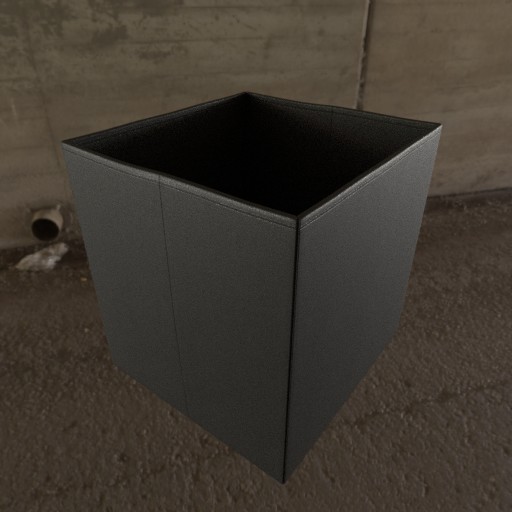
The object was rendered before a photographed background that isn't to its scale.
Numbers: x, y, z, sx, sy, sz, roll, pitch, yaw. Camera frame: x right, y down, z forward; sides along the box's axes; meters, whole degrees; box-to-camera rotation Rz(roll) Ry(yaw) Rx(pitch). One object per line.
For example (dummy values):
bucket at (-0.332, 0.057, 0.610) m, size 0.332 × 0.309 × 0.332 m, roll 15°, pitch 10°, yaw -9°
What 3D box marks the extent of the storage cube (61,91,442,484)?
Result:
storage cube at (0.000, 0.000, 0.494) m, size 0.270 × 0.280 × 0.270 m, roll 22°, pitch 38°, yaw 31°
